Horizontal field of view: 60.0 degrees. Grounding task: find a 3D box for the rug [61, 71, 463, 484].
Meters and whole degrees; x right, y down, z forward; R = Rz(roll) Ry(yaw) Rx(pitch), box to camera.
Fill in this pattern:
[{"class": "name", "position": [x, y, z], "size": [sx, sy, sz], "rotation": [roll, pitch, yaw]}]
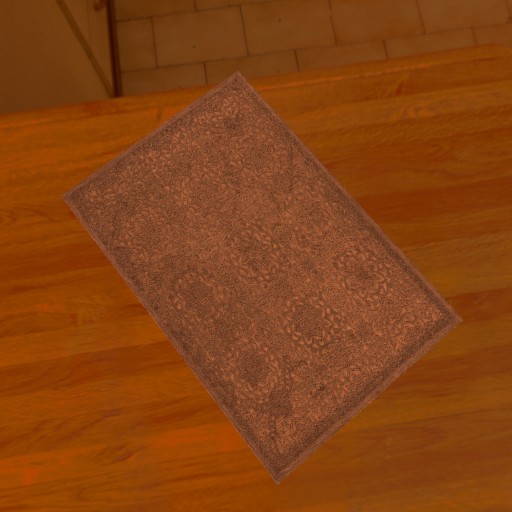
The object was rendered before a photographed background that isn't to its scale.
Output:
[{"class": "rug", "position": [0.000, 0.000, 2.301], "size": [1.208, 0.012, 1.819], "rotation": [-38, 80, -8]}]
